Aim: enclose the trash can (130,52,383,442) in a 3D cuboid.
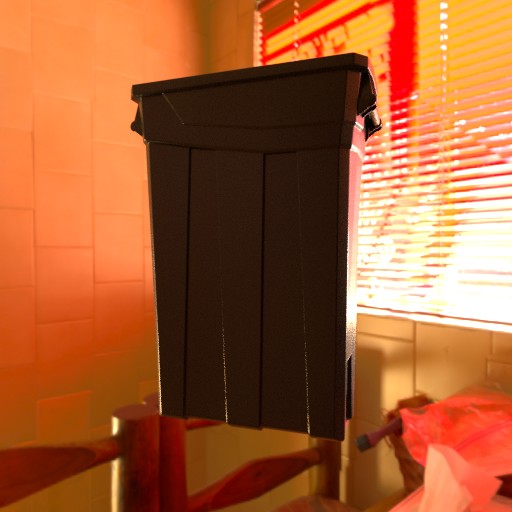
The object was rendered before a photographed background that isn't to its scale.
[{"bbox_3d":[0.000,0.000,1.039,0.559,0.762,0.281,0,1,20],"label":"trash can"}]
